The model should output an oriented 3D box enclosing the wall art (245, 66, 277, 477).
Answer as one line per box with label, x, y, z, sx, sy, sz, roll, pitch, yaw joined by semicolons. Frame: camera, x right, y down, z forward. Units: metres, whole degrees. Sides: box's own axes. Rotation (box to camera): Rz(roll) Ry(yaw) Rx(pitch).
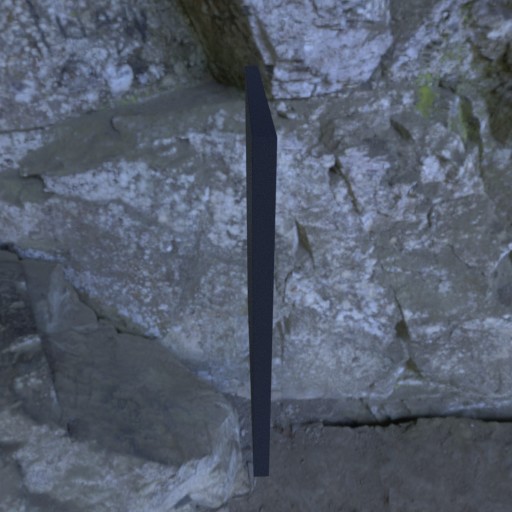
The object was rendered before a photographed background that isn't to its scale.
wall art;0.000;0.000;0.708;0.023;0.505;0.428;-1;31;-2
